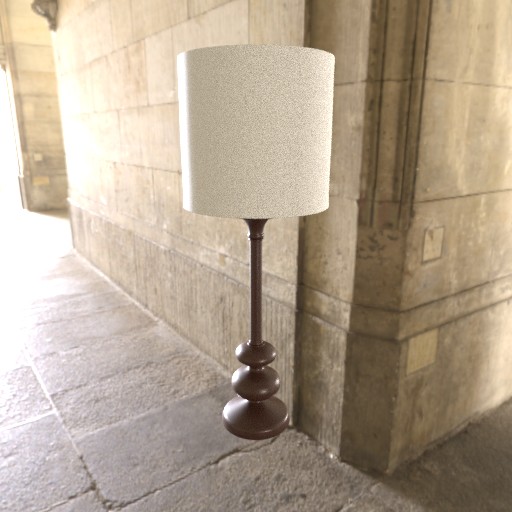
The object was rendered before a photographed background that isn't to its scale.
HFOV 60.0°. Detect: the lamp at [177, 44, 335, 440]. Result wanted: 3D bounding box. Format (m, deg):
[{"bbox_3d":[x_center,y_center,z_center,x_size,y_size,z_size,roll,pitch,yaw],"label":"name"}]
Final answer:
[{"bbox_3d":[0.000,0.000,0.812,0.254,0.690,0.254,2,16,8],"label":"lamp"}]
